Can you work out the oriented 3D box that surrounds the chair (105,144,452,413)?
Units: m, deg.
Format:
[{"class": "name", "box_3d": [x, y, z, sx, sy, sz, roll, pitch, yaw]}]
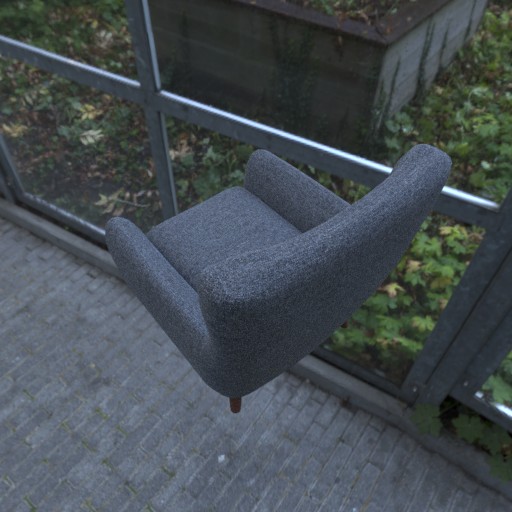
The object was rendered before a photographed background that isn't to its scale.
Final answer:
[{"class": "chair", "box_3d": [0.000, 0.000, 1.736, 0.889, 1.039, 0.940, -31, 55, -25]}]
